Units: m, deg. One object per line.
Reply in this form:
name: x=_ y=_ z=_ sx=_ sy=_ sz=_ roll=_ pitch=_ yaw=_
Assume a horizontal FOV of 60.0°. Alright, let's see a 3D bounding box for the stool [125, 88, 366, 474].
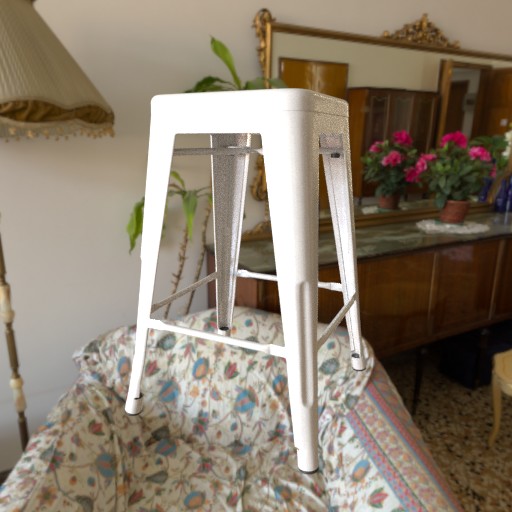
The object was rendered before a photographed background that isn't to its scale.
stool: x=0.000 y=0.000 z=0.905 sx=0.406 sy=0.610 sz=0.406 roll=7 pitch=16 yaw=24
